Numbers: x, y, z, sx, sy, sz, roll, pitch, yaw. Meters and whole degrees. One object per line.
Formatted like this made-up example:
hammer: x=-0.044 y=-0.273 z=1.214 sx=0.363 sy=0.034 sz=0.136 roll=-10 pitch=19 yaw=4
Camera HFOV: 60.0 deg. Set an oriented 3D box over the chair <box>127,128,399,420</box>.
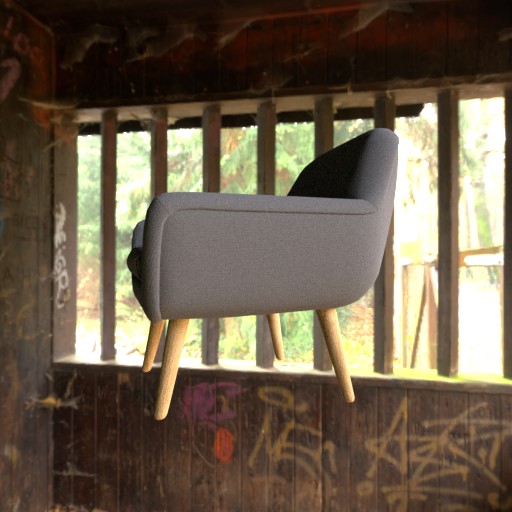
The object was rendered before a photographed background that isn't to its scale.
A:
chair: x=0.000 y=0.000 z=1.411 sx=0.779 sy=0.800 sz=0.770 roll=0 pitch=0 yaw=-18
